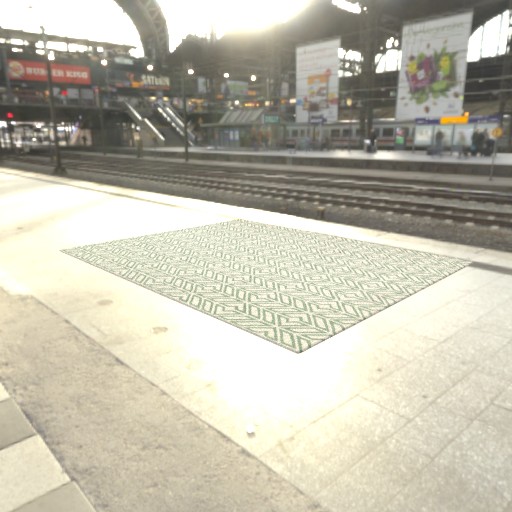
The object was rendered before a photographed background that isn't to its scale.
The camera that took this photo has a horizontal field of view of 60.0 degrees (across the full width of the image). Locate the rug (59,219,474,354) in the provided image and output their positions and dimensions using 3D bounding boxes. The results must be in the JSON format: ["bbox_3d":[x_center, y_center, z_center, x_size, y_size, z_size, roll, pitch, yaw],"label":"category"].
[{"bbox_3d":[0.000,0.000,4.147,3.050,0.017,2.441,15,21,43],"label":"rug"}]
